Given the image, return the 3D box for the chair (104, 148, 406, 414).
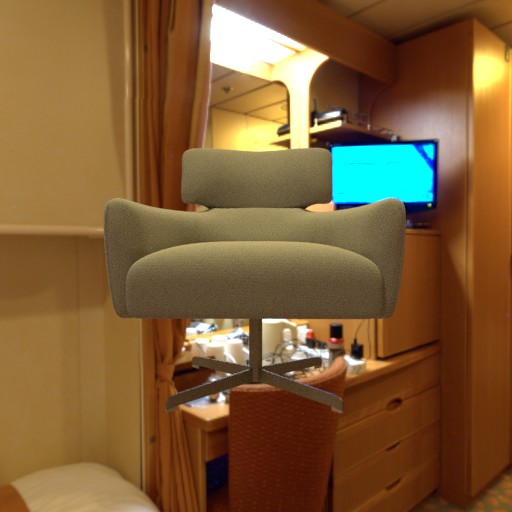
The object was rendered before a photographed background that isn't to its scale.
[{"bbox_3d":[0.000,0.000,1.427,0.760,0.810,0.730,0,1,1],"label":"chair"}]
